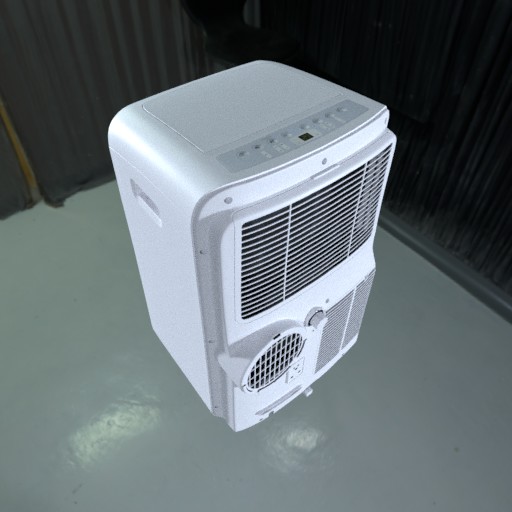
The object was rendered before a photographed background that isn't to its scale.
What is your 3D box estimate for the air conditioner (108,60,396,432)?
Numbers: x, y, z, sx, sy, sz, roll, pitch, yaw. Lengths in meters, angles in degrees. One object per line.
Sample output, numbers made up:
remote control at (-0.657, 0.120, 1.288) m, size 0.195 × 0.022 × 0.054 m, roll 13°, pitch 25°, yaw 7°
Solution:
air conditioner at (0.000, 0.000, 1.054) m, size 0.478 × 0.765 × 0.467 m, roll -31°, pitch 54°, yaw -26°
